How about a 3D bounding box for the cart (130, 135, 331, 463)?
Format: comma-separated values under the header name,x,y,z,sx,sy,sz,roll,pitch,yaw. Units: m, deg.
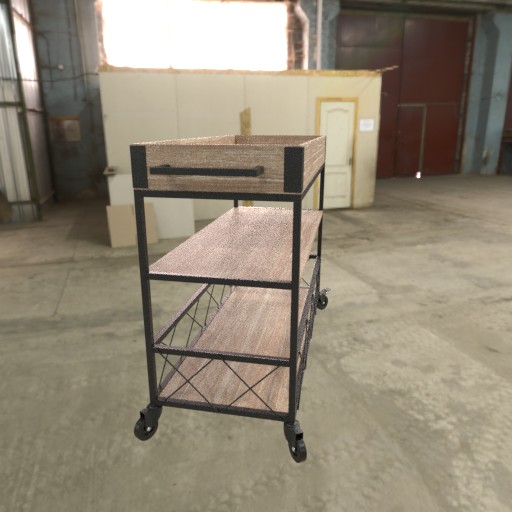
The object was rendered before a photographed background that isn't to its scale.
name,x,y,z,sx,sy,sz,roll,pitch,yaw
cart,0.000,0.000,1.536,0.500,0.787,1.101,3,17,11
